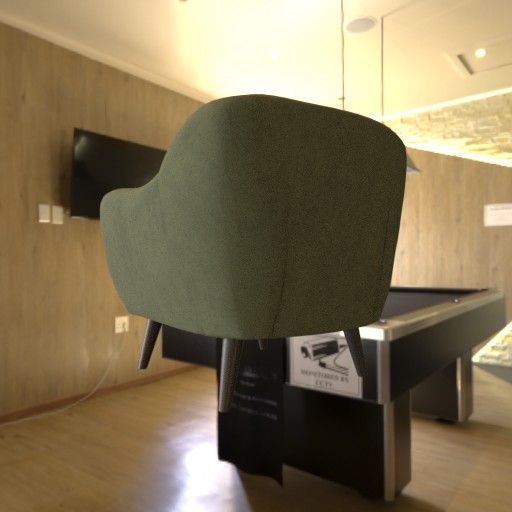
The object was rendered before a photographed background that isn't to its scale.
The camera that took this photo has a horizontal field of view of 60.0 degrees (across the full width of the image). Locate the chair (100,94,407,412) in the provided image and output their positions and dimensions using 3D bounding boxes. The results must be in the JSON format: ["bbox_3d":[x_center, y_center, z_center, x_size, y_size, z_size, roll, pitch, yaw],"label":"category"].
[{"bbox_3d":[0.000,0.000,1.500,0.840,0.804,0.819,0,0,-37],"label":"chair"}]
